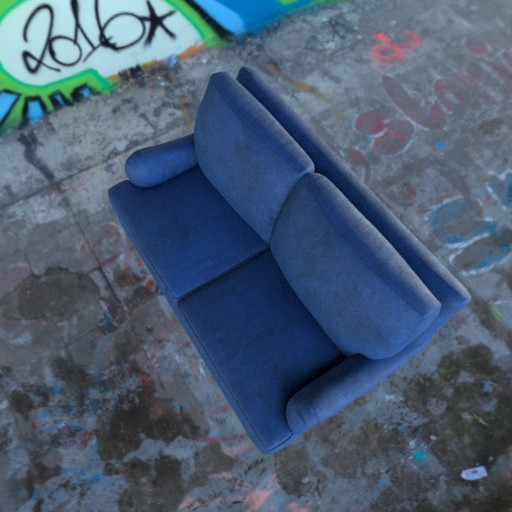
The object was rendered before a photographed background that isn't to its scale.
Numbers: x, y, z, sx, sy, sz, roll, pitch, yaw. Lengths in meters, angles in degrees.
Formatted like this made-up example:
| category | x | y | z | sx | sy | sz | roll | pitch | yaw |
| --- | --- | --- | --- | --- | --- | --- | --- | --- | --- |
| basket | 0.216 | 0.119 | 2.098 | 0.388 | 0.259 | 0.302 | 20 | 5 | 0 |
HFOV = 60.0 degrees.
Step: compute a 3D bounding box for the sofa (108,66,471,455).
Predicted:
| category | x | y | z | sx | sy | sz | roll | pitch | yaw |
| --- | --- | --- | --- | --- | --- | --- | --- | --- | --- |
| sofa | 0.000 | 0.000 | 2.511 | 1.084 | 1.101 | 1.853 | -30 | 66 | -15 |
